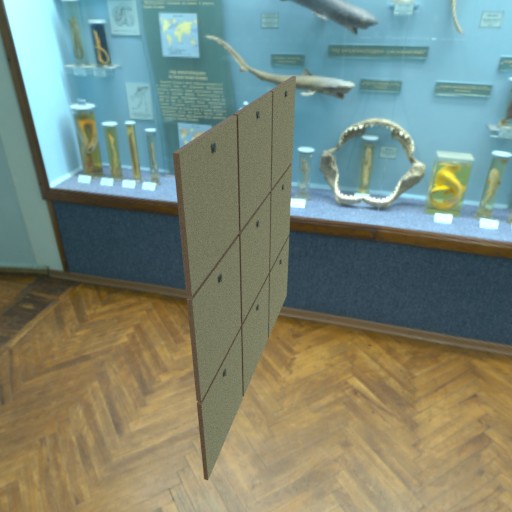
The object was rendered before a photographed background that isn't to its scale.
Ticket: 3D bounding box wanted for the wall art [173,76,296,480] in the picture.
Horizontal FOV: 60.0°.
[{"bbox_3d":[0.000,0.000,1.350,0.018,0.904,0.906,9,31,15],"label":"wall art"}]
